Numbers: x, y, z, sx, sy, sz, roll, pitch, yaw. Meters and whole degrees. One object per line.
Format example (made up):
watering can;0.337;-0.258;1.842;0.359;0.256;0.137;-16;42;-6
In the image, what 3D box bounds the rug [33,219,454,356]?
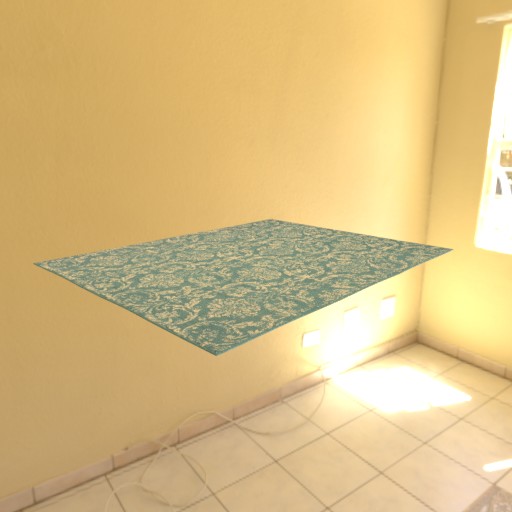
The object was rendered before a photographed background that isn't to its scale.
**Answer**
rug;0.000;0.000;3.985;2.363;0.012;2.980;14;20;42
